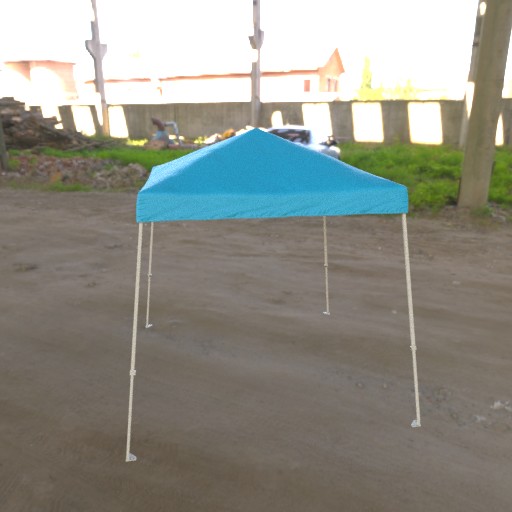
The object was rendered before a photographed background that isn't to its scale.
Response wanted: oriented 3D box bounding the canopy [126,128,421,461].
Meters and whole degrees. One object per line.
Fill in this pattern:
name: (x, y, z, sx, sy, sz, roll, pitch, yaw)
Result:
canopy: (0.000, 0.000, 6.478, 3.599, 3.600, 3.600, -3, 17, -9)
